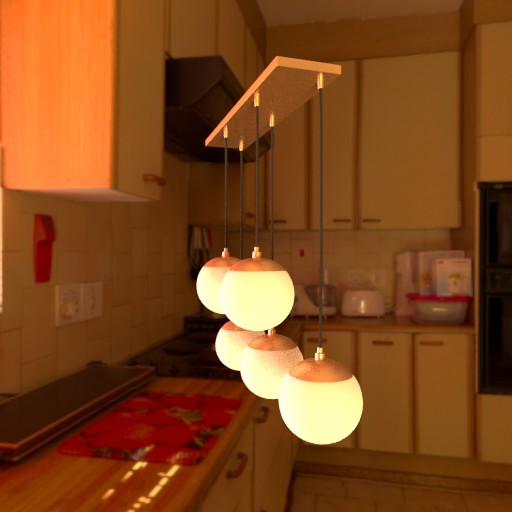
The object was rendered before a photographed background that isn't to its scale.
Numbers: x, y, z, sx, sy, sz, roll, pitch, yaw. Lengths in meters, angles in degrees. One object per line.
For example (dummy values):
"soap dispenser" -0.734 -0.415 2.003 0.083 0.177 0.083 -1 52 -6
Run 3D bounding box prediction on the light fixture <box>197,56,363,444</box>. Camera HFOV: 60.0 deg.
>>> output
"light fixture" 0.000 0.000 1.349 0.299 0.869 0.863 0 0 -18
